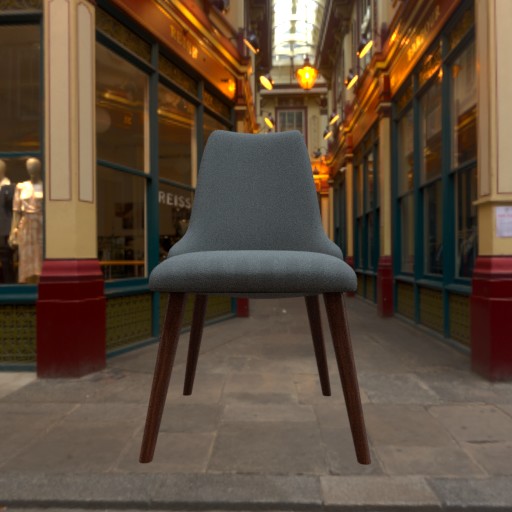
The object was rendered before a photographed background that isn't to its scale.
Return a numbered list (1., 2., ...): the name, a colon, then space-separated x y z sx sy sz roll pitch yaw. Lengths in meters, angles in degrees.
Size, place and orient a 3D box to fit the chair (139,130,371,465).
1. chair: 0.000 0.000 1.330 0.535 0.918 0.707 0 1 2
